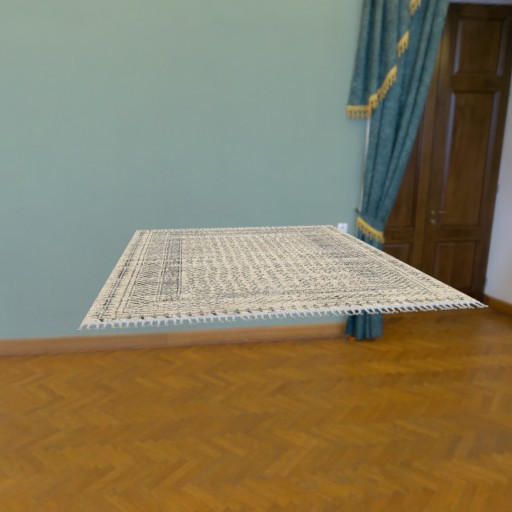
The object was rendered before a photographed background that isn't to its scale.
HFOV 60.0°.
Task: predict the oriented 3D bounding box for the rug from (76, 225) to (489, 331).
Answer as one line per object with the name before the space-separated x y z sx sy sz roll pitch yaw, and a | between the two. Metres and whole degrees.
rug | 0.000 0.000 3.815 2.312 0.013 2.940 -2 14 -9
